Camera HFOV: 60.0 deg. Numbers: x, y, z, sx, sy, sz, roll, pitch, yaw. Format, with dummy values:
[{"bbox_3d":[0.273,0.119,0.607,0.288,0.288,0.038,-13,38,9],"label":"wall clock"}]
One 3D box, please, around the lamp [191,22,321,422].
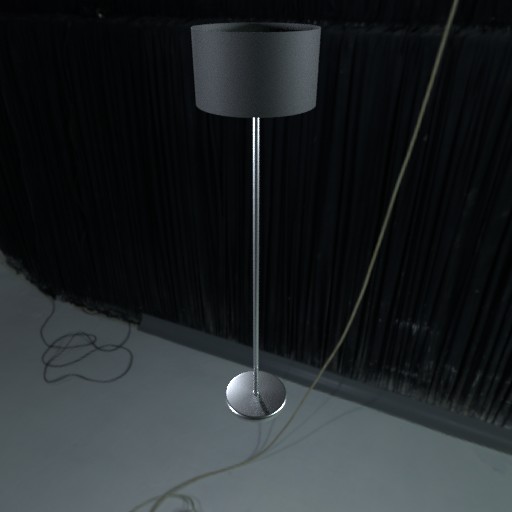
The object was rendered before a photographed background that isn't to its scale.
[{"bbox_3d":[0.000,0.000,1.568,0.348,1.443,0.348,11,33,18],"label":"lamp"}]
